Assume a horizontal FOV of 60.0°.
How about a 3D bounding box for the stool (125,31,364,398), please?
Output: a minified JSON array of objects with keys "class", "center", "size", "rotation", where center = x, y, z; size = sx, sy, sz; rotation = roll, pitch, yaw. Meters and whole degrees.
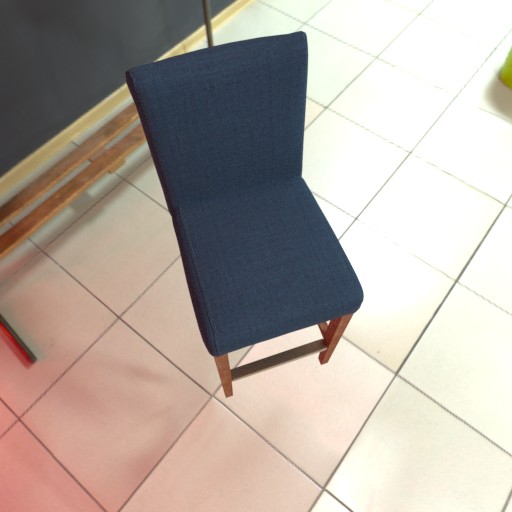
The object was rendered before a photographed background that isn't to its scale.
[{"class":"stool","center":[0.000,0.000,1.367],"size":[0.454,1.088,0.574],"rotation":[-17,63,-9]}]
